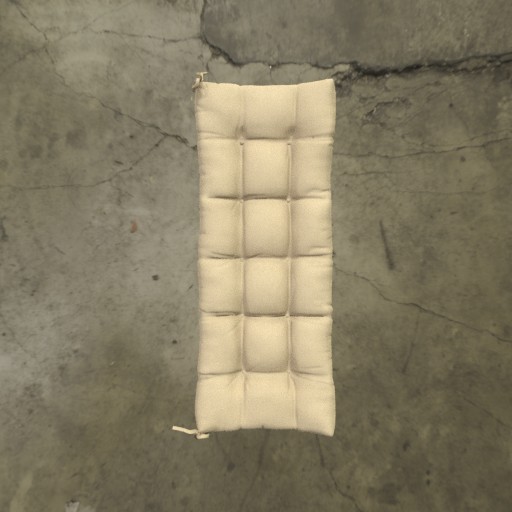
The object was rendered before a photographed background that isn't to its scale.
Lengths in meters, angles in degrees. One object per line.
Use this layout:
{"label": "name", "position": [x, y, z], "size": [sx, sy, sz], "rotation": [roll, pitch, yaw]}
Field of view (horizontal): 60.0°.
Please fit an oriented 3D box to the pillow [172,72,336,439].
{"label": "pillow", "position": [0.000, 0.000, 1.414], "size": [0.511, 0.174, 1.194], "rotation": [0, 90, 1]}
